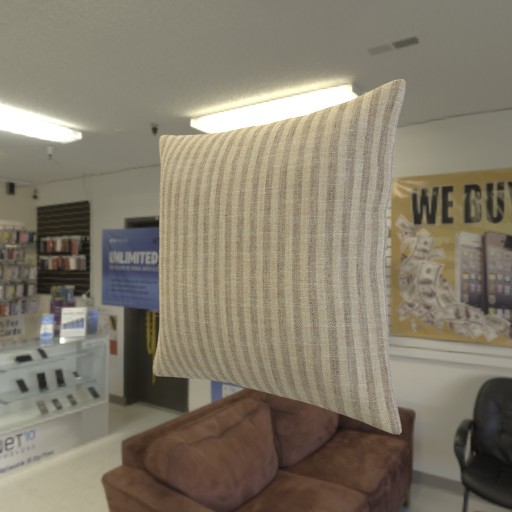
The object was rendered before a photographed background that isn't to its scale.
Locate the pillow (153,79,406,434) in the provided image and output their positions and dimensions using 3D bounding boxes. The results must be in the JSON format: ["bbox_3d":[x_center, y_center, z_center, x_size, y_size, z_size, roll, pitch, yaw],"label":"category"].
[{"bbox_3d":[0.000,0.000,0.787,0.523,0.510,0.166,0,0,36],"label":"pillow"}]
